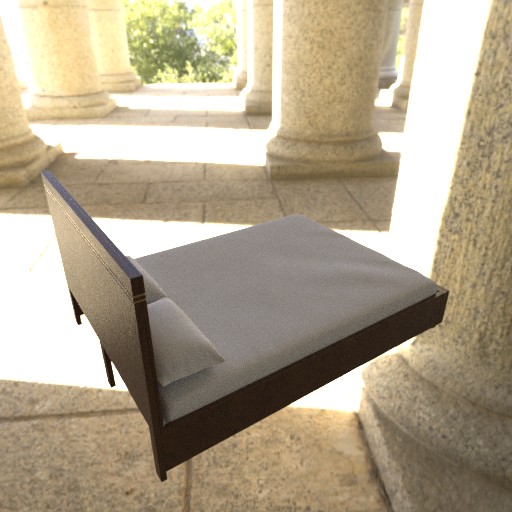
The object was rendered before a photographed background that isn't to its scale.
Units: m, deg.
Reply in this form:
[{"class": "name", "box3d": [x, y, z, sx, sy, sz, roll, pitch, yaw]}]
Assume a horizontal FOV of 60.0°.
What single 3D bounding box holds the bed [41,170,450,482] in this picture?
[{"class": "bed", "box3d": [0.000, 0.000, 3.057, 2.221, 1.169, 1.613, -18, 33, -30]}]
